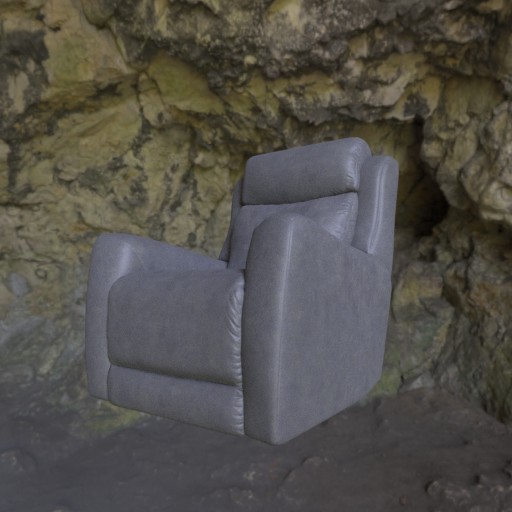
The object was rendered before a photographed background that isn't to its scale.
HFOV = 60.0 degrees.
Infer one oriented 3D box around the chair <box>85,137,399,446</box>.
[{"bbox_3d":[0.000,0.000,1.872,0.967,1.116,1.068,-2,-3,36],"label":"chair"}]
